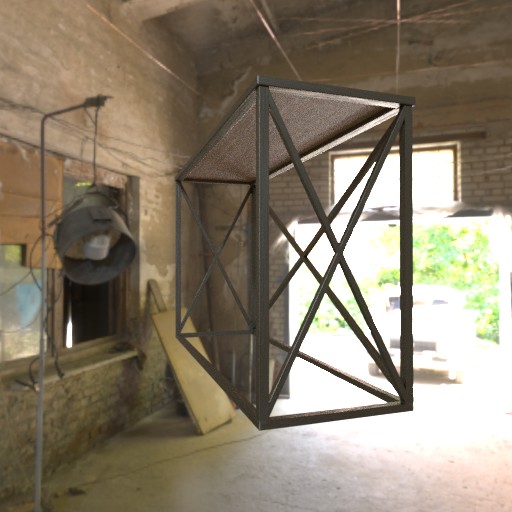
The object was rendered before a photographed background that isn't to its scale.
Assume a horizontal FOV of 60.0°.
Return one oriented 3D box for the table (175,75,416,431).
[{"bbox_3d":[0.000,0.000,1.573,0.402,0.753,1.216,0,-1,-19],"label":"table"}]
